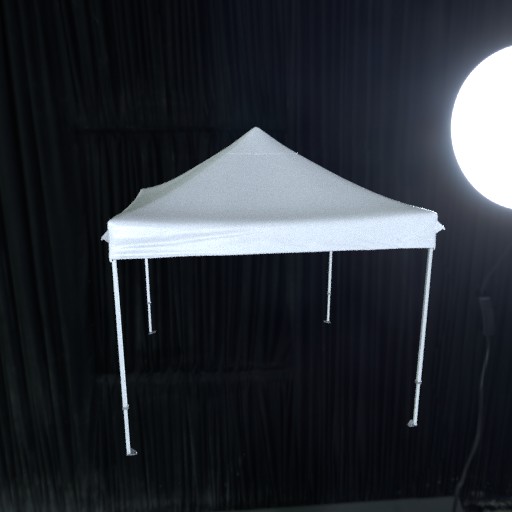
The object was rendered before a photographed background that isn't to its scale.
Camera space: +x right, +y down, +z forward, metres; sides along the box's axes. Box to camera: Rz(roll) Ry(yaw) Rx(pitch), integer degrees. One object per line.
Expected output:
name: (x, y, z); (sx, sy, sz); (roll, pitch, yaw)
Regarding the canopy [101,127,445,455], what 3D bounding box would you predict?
canopy: (0.000, 0.000, 5.355); (2.994, 2.998, 2.996); (-2, 14, -9)
